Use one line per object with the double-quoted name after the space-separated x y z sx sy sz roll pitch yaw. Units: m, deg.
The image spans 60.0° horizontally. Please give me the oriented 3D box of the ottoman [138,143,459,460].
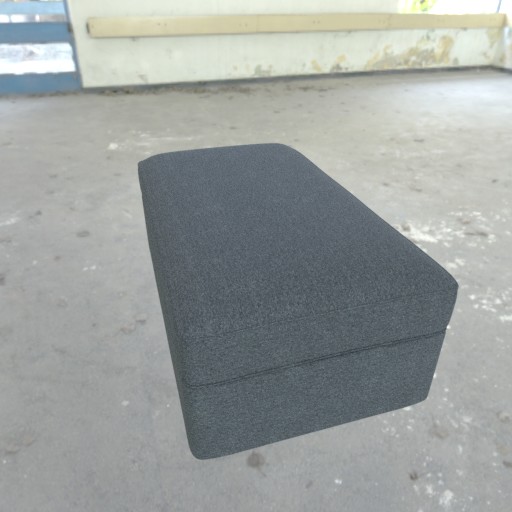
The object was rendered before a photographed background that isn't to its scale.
0.000 0.000 1.529 0.681 0.494 1.173 -9 32 -15 "ottoman"
